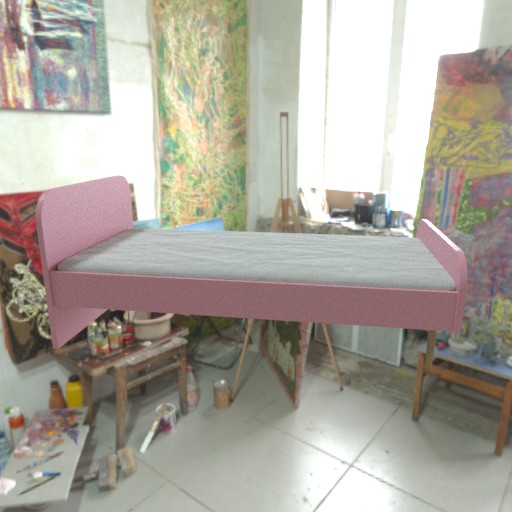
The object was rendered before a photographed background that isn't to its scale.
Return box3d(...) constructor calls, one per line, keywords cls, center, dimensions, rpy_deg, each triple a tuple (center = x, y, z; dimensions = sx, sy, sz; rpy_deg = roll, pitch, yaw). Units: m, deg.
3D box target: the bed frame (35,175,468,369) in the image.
box3d(cls="bed frame", center=(0.000, 0.000, 2.505), dimensions=(1.963, 0.805, 0.998), rpy_deg=(2, 16, 9))
